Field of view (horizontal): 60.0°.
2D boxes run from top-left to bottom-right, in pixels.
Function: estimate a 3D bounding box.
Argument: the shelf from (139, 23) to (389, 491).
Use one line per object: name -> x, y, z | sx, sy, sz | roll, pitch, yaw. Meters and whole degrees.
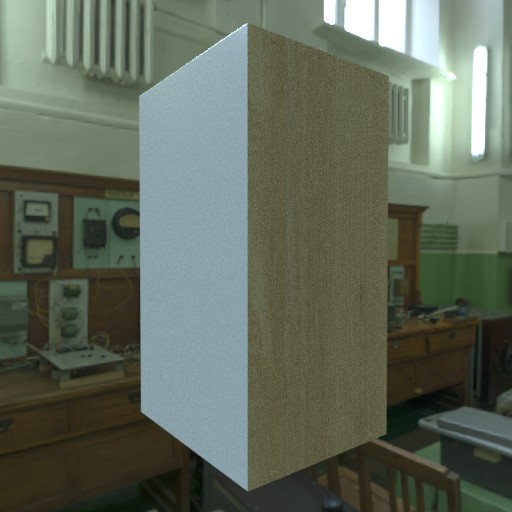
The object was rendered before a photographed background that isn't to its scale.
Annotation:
shelf -> 0.000, 0.000, 0.792 | 0.290, 0.600, 0.350 | -1, 2, -37
